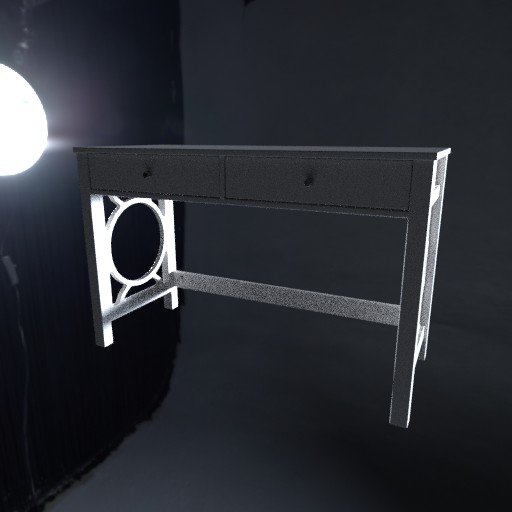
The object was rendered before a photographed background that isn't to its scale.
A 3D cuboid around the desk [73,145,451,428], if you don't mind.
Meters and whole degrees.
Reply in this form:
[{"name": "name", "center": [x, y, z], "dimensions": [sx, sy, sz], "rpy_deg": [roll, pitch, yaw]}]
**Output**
[{"name": "desk", "center": [0.000, 0.000, 1.604], "dimensions": [1.191, 0.762, 0.504], "rpy_deg": [7, 17, 25]}]
